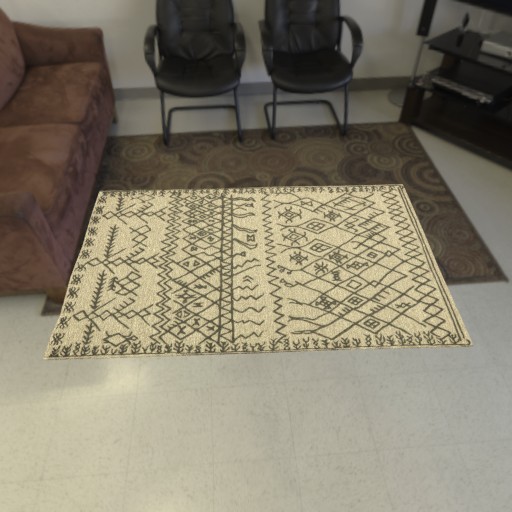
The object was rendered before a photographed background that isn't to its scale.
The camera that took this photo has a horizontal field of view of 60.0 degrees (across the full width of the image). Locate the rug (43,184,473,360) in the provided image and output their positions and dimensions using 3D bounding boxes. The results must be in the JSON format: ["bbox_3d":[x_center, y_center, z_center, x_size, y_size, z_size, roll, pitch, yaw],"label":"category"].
[{"bbox_3d":[0.000,0.000,3.045,2.444,0.012,1.530,-2,46,-1],"label":"rug"}]
